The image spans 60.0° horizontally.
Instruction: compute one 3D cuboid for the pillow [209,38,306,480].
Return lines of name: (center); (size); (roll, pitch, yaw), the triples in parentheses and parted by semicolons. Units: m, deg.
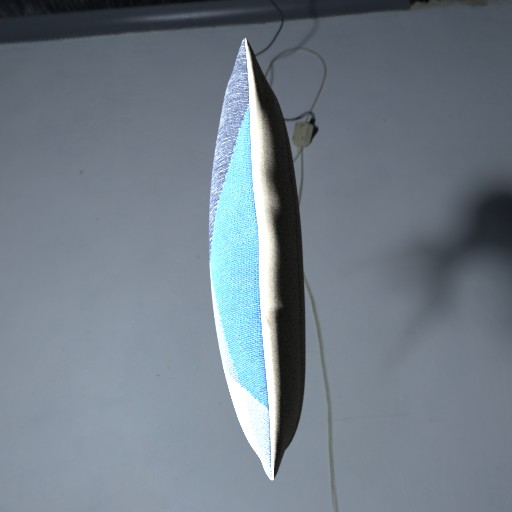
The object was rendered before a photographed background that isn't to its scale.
pillow: (0.000, 0.000, 0.716); (0.148, 0.307, 0.604); (-3, 76, -1)
